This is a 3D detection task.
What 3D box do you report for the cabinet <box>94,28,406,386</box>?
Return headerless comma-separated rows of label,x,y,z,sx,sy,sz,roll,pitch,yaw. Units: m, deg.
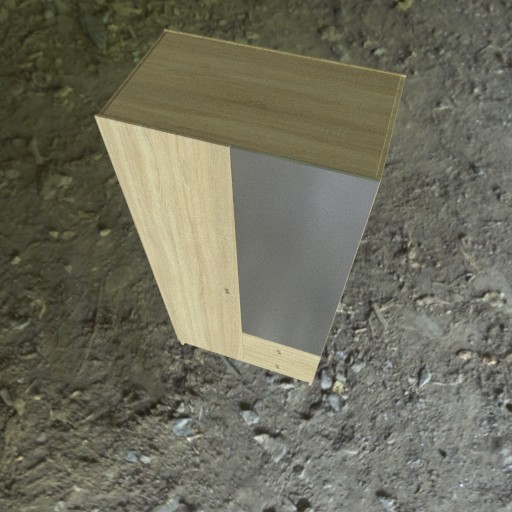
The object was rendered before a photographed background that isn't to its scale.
cabinet,0.000,0.000,2.490,1.001,2.121,0.590,15,58,10
